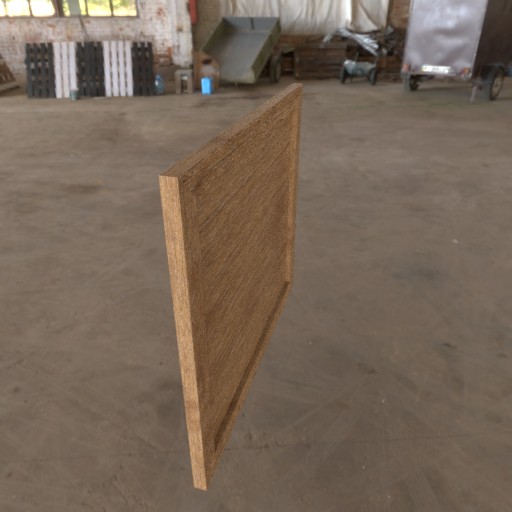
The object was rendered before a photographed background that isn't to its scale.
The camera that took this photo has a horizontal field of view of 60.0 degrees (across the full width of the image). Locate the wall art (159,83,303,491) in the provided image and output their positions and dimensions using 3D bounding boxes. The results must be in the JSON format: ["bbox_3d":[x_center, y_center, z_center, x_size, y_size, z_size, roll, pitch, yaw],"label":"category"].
[{"bbox_3d":[0.000,0.000,0.937,0.026,0.588,0.690,9,31,15],"label":"wall art"}]
